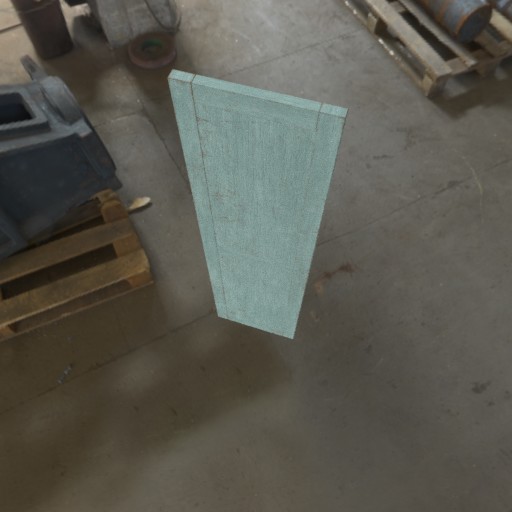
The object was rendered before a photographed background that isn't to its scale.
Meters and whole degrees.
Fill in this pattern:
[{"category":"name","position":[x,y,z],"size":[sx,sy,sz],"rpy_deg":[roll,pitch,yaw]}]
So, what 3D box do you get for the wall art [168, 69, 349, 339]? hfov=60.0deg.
[{"category":"wall art","position":[0.000,0.000,1.320],"size":[0.329,1.219,0.025],"rpy_deg":[16,63,8]}]
